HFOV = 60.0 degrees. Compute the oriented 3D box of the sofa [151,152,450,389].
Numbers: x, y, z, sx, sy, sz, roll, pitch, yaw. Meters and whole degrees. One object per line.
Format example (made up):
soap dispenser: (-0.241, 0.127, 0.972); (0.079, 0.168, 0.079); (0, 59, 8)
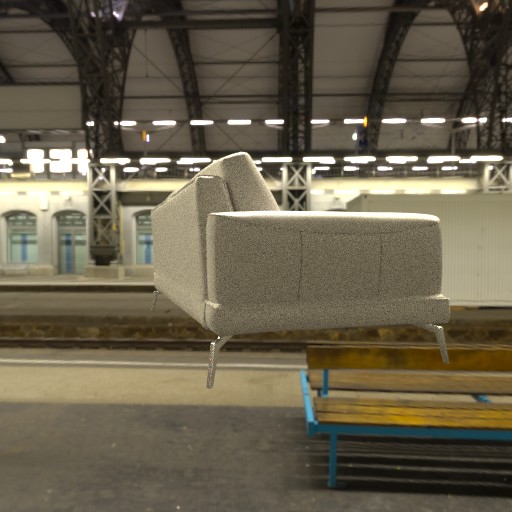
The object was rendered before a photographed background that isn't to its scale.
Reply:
sofa: (0.000, 0.000, 2.782); (1.121, 0.930, 2.177); (0, 1, -19)
